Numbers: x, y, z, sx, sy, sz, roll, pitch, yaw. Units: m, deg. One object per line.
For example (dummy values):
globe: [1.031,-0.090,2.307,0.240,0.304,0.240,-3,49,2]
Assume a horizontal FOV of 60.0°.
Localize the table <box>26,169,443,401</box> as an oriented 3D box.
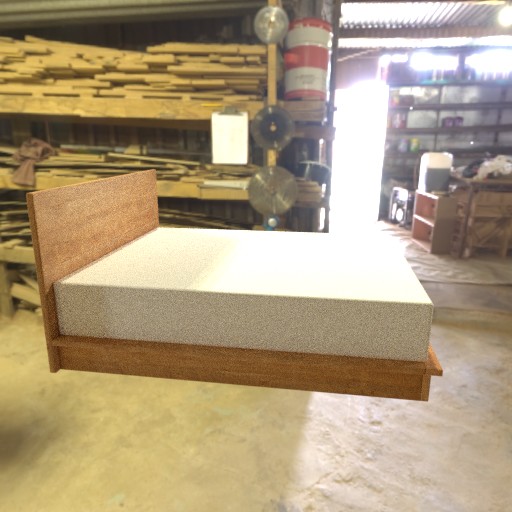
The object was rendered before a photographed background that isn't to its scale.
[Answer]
table: [0.000,0.000,3.085,2.149,1.041,1.707,2,15,9]
